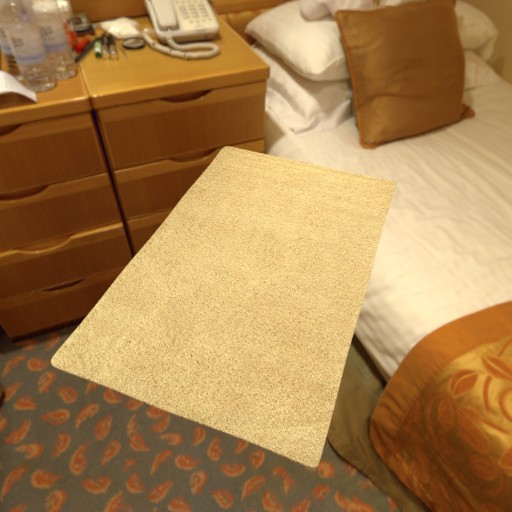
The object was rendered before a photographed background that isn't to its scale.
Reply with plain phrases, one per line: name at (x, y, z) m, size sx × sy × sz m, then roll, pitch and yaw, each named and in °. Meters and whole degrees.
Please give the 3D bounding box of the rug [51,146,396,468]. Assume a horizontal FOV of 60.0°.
rug at (0.000, 0.000, 2.965) m, size 1.500 × 0.025 × 2.349 m, roll 15°, pitch 47°, yaw 15°
